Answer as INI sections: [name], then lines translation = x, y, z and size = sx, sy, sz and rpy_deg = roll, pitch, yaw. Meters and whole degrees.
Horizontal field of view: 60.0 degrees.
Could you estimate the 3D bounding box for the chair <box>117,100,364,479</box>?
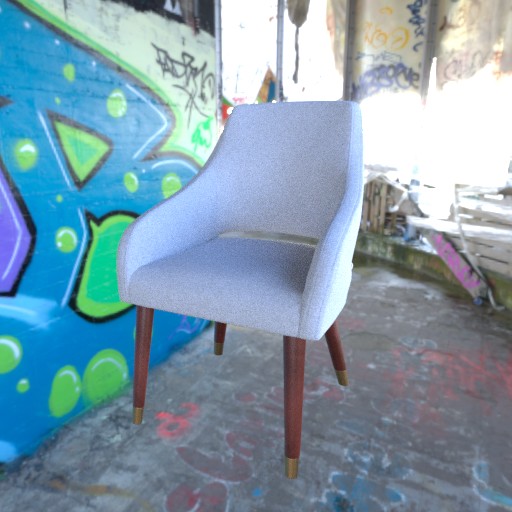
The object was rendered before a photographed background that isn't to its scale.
[chair]
translation = 0.000, 0.000, 1.291
size = 0.609, 0.889, 0.600
rpy_deg = 7, 17, 25
